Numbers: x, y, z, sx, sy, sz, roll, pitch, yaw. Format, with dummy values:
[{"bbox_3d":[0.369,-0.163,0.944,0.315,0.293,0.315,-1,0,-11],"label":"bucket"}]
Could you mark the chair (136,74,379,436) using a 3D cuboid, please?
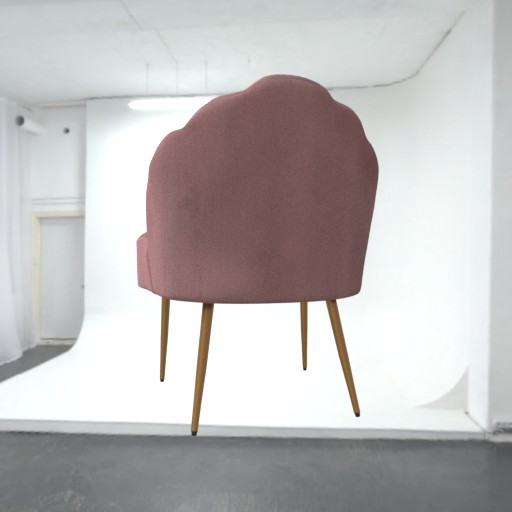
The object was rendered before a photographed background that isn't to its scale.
[{"bbox_3d":[0.000,0.000,1.274,0.657,0.819,0.599,0,1,-16],"label":"chair"}]
